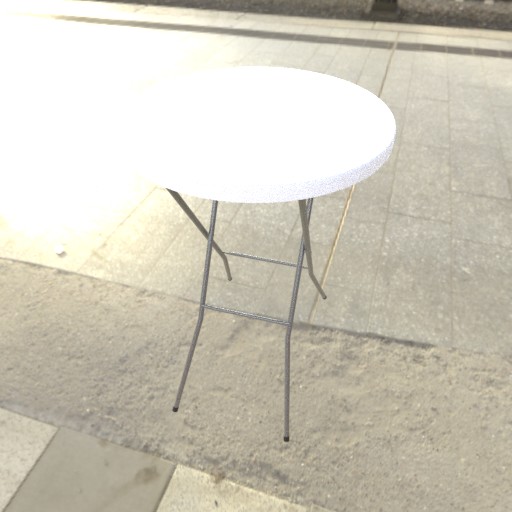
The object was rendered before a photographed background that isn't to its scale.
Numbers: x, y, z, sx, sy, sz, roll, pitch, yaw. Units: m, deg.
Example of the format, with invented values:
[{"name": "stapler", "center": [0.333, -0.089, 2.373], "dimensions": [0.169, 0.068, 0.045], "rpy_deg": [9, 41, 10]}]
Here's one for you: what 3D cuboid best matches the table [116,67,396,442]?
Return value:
[{"name": "table", "center": [0.000, 0.000, 1.646], "dimensions": [0.792, 1.105, 0.795], "rpy_deg": [10, 42, 12]}]
